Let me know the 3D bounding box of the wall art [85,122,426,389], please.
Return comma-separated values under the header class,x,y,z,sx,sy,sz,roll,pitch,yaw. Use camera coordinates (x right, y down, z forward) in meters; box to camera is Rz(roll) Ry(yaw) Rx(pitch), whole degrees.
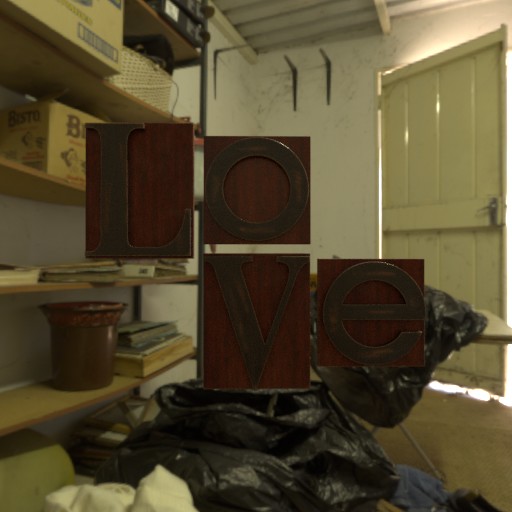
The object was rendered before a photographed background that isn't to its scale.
class,x,y,z,sx,sy,sz,roll,pitch,yaw
wall art,0.000,0.000,0.831,0.635,0.497,0.030,0,0,-1
